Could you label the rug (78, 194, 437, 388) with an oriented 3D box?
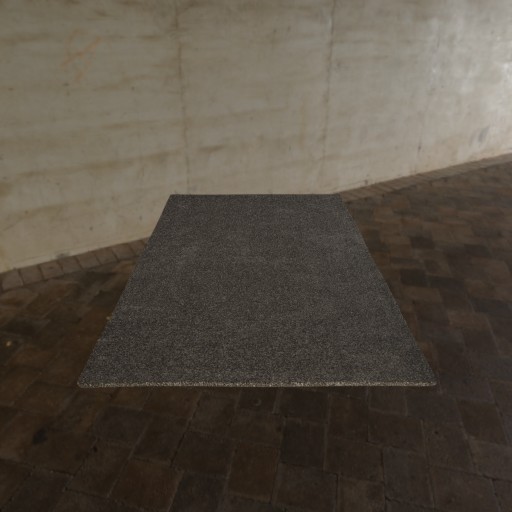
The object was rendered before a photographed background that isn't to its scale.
[{"bbox_3d":[0.000,0.000,2.885,1.502,0.025,2.350,0,27,0],"label":"rug"}]
